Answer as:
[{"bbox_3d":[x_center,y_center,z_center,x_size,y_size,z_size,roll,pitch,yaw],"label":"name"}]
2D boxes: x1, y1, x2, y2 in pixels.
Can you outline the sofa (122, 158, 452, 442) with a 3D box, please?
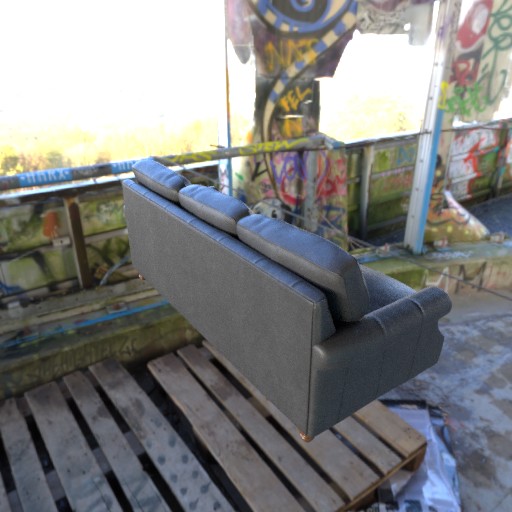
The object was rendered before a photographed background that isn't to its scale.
[{"bbox_3d":[0.000,0.000,2.903,0.974,0.977,2.387,-17,30,-32],"label":"sofa"}]
